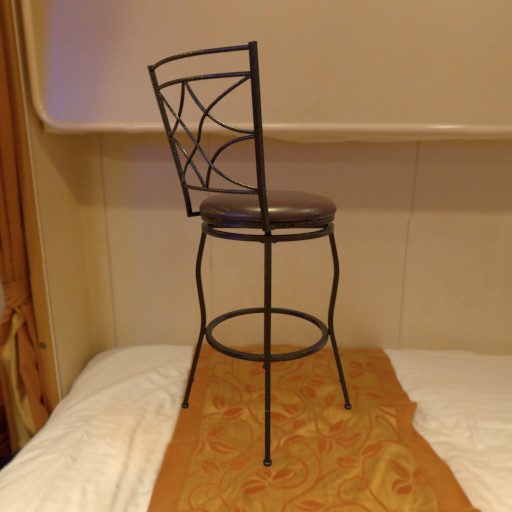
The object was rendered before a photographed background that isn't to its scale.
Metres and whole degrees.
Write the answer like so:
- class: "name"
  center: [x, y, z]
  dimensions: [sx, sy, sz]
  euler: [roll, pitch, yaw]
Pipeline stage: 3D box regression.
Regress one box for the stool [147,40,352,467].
- class: "stool"
  center: [0.000, 0.000, 1.392]
  dimensions: [0.534, 1.117, 0.434]
  euler: [-13, 19, -43]
